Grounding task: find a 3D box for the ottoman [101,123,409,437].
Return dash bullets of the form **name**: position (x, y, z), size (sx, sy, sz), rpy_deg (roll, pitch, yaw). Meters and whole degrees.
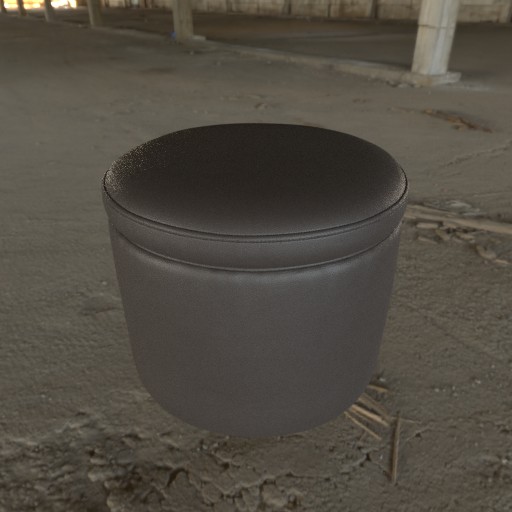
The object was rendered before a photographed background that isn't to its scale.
- **ottoman**: position (0.000, 0.000, 0.827), size (0.500, 0.409, 0.500), rpy_deg (0, 31, 0)
